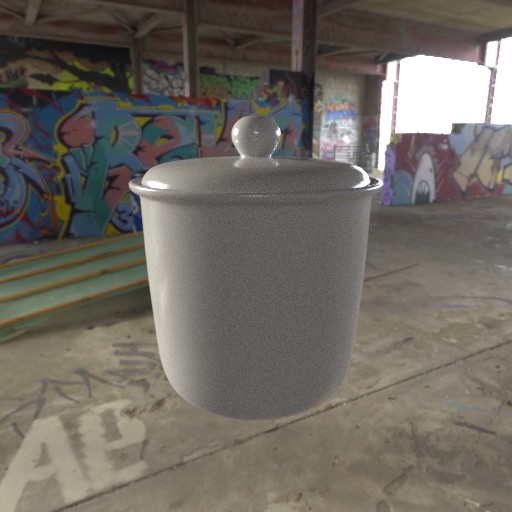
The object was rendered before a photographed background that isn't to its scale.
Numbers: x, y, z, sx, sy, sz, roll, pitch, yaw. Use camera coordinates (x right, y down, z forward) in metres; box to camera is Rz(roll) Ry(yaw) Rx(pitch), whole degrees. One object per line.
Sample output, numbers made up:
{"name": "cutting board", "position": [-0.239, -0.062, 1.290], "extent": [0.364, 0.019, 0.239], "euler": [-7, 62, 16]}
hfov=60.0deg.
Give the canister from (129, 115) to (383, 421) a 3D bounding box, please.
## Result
{"name": "canister", "position": [0.000, 0.000, 0.343], "extent": [0.182, 0.208, 0.182], "euler": [0, 15, 0]}
